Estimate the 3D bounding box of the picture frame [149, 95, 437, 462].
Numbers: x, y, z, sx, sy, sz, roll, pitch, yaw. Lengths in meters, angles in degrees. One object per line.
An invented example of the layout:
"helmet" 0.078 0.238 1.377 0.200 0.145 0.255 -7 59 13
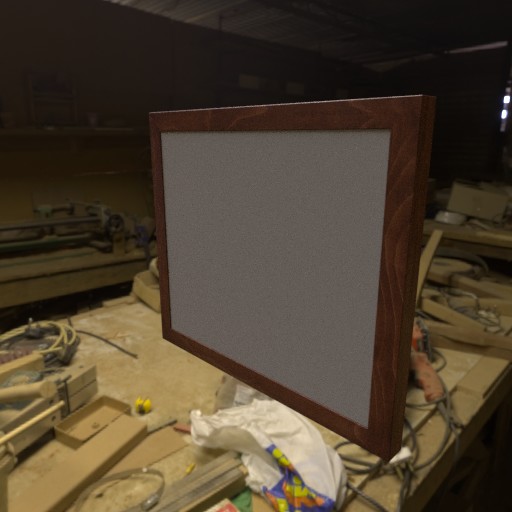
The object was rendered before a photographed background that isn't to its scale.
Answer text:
"picture frame" 0.000 0.000 0.517 0.381 0.330 0.025 15 21 43
